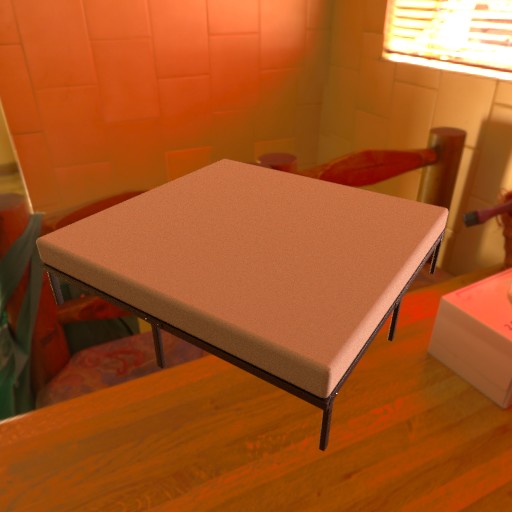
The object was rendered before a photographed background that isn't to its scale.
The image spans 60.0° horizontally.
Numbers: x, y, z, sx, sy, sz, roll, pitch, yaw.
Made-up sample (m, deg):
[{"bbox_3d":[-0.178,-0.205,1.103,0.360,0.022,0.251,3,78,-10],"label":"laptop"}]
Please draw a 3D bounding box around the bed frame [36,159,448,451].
[{"bbox_3d":[0.000,0.000,3.980,2.635,0.680,2.526,19,35,29],"label":"bed frame"}]
